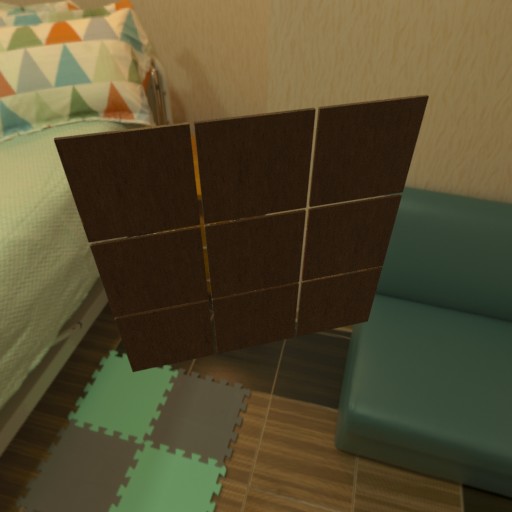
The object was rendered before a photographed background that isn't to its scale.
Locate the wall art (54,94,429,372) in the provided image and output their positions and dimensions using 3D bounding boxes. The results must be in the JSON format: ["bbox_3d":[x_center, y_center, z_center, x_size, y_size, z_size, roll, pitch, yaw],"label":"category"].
[{"bbox_3d":[0.000,0.000,1.813,1.215,1.213,0.013,-10,44,-11],"label":"wall art"}]
